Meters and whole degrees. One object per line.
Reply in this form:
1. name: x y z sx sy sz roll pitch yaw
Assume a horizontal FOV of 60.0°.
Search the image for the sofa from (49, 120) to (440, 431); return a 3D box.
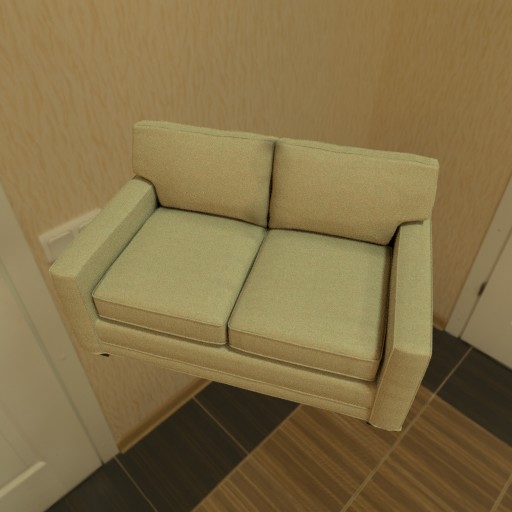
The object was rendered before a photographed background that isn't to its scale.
1. sofa: 0.000 0.000 2.022 1.484 0.853 0.942 11 43 12
